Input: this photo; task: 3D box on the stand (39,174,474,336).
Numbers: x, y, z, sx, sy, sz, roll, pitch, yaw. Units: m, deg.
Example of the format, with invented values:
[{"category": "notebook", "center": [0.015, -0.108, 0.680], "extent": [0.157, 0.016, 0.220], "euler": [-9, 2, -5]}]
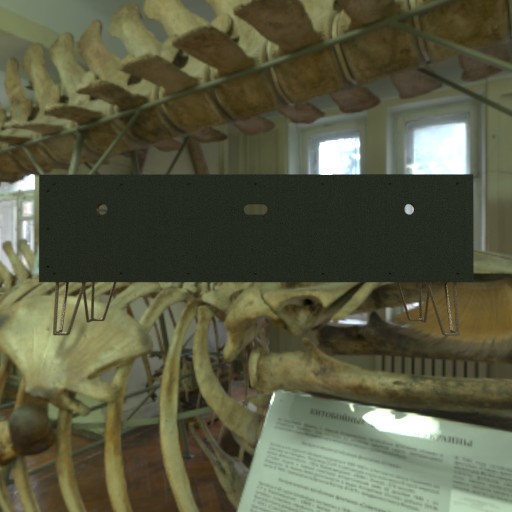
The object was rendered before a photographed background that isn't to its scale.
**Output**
[{"category": "stand", "center": [0.000, 0.000, 1.896], "extent": [1.626, 0.610, 0.481], "euler": [0, 0, 0]}]
